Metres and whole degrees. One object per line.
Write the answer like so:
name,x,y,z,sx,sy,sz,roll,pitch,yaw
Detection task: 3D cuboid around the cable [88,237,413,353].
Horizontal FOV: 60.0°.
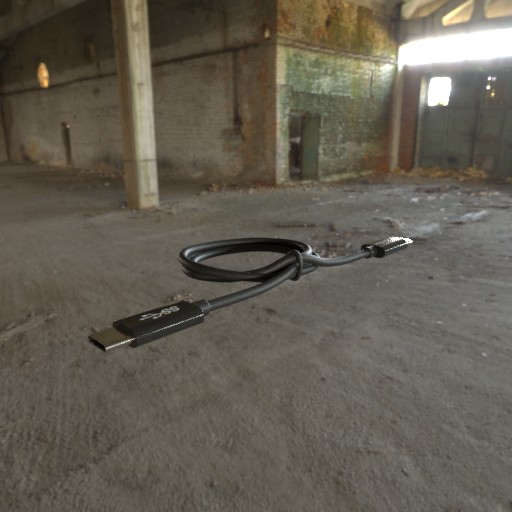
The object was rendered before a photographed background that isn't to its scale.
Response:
cable,0.000,0.000,0.209,0.070,0.014,0.186,14,21,43
